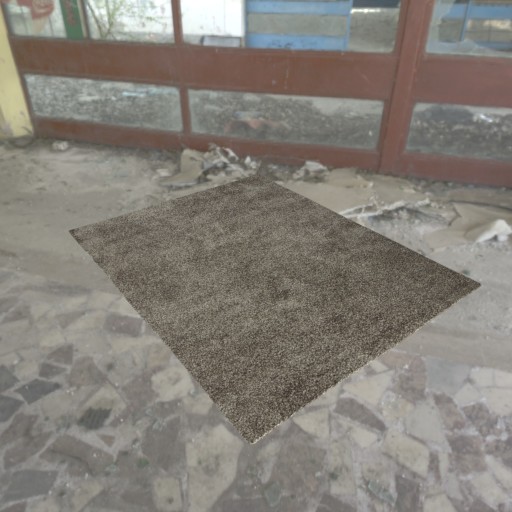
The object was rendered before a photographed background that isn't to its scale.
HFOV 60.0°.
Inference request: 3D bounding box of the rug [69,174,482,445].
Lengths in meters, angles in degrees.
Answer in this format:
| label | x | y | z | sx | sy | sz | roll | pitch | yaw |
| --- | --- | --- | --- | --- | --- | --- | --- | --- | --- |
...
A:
| label | x | y | z | sx | sy | sz | roll | pitch | yaw |
| --- | --- | --- | --- | --- | --- | --- | --- | --- | --- |
| rug | 0.000 | 0.000 | 4.037 | 2.401 | 0.025 | 3.000 | -23 | 39 | -31 |
